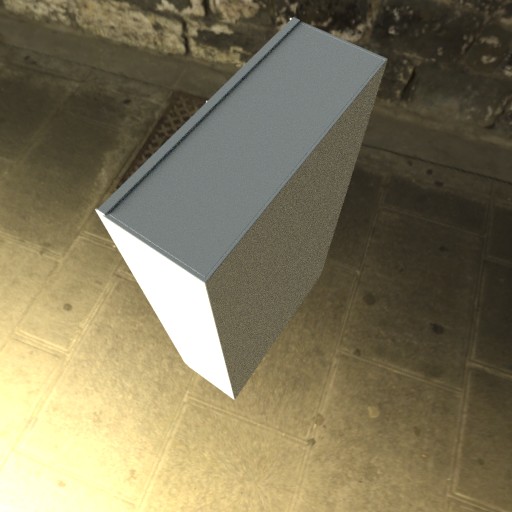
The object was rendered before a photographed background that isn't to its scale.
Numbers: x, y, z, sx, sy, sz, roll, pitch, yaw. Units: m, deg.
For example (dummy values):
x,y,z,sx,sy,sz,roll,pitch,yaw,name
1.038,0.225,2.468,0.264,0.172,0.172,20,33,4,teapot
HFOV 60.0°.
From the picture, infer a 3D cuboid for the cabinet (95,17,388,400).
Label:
x,y,z,sx,sy,sz,roll,pitch,yaw,name
0.000,0.000,2.639,0.480,2.160,1.250,32,67,15,cabinet
